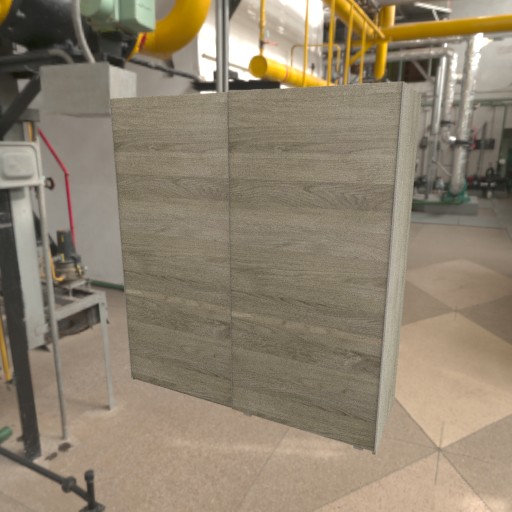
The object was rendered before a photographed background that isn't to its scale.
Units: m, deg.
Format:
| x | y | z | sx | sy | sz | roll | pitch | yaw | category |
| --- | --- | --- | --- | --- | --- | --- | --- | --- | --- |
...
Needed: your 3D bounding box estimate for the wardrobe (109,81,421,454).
| x | y | z | sx | sy | sz | roll | pitch | yaw | category |
| --- | --- | --- | --- | --- | --- | --- | --- | --- | --- |
| 0.000 | 0.000 | 2.866 | 1.780 | 1.960 | 0.629 | 7 | 16 | 26 | wardrobe |
